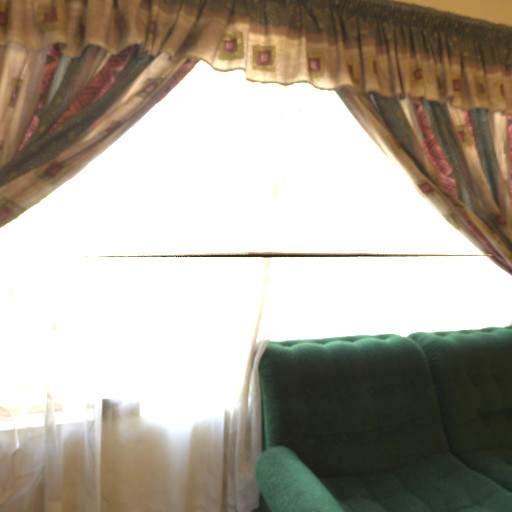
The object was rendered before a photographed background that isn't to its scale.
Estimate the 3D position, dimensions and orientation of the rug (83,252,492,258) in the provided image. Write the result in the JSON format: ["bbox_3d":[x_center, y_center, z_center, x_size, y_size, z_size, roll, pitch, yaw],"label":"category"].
[{"bbox_3d":[0.000,0.000,4.346,2.449,0.019,3.357,0,-1,-35],"label":"rug"}]
